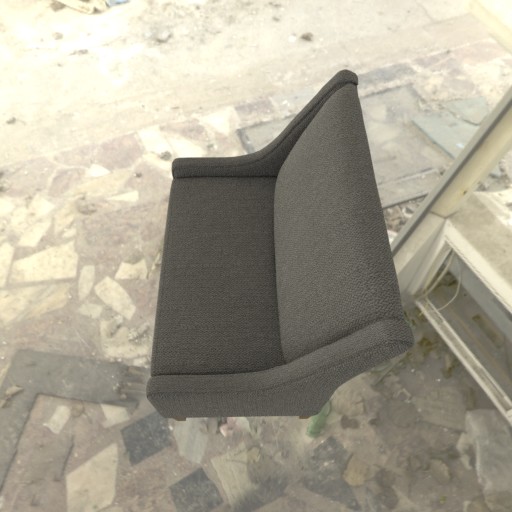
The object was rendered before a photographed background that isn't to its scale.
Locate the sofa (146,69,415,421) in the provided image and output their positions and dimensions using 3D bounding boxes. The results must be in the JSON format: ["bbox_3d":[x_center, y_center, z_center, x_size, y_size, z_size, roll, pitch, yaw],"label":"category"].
[{"bbox_3d":[0.000,0.000,1.953,0.873,1.022,1.242,-1,58,-1],"label":"sofa"}]
